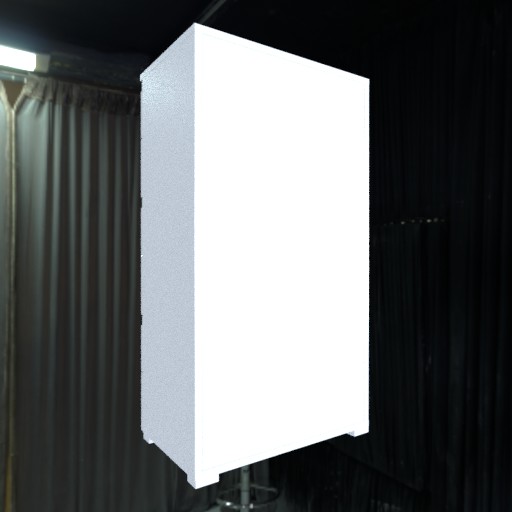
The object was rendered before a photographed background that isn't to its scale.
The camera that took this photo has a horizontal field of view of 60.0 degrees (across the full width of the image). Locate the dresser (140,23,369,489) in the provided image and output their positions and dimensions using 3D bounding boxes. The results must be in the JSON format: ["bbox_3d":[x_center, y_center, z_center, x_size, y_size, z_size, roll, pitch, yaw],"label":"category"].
[{"bbox_3d":[0.000,0.000,1.477,0.650,1.190,0.400,0,0,-34],"label":"dresser"}]
